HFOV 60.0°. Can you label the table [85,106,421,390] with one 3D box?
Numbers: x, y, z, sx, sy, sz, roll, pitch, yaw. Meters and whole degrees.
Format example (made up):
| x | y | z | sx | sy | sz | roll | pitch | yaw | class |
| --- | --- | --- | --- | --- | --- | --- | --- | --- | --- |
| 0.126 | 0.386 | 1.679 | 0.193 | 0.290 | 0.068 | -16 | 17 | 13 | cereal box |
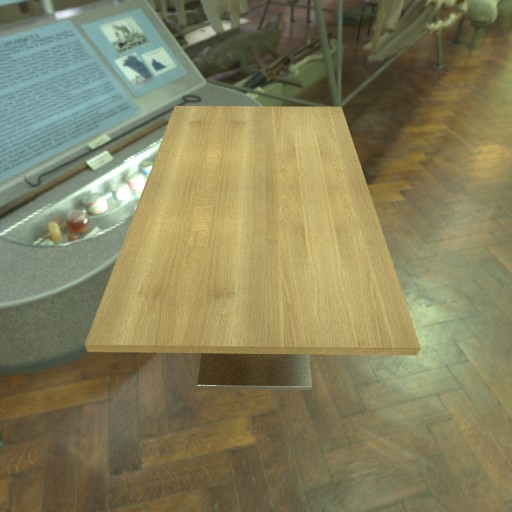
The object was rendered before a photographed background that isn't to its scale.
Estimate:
| x | y | z | sx | sy | sz | roll | pitch | yaw | class |
| --- | --- | --- | --- | --- | --- | --- | --- | --- | --- |
| 0.000 | 0.000 | 2.035 | 0.900 | 0.750 | 1.600 | 0 | 41 | 1 | table |
